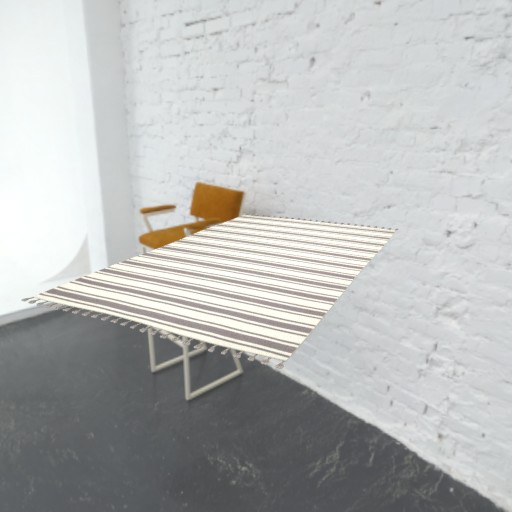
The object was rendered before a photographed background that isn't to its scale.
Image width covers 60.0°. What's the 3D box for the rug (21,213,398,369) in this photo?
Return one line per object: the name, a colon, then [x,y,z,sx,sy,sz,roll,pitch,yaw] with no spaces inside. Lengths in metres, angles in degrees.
rug: [0.000,0.000,2.534,1.229,0.011,2.096,8,19,26]
